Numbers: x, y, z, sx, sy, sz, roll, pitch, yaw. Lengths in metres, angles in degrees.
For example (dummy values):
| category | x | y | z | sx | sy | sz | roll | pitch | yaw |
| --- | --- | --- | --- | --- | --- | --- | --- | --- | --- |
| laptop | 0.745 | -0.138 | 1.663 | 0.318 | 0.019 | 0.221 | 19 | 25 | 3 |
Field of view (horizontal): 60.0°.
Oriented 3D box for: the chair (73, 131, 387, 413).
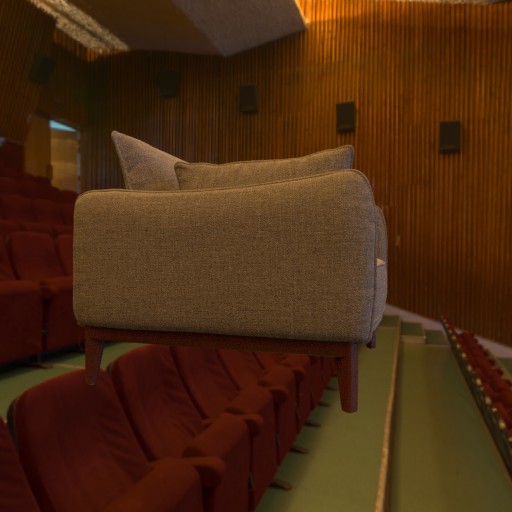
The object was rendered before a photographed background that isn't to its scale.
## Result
| category | x | y | z | sx | sy | sz | roll | pitch | yaw |
| --- | --- | --- | --- | --- | --- | --- | --- | --- | --- |
| chair | 0.000 | 0.000 | 1.725 | 0.976 | 0.839 | 0.993 | 0 | 0 | 18 |
